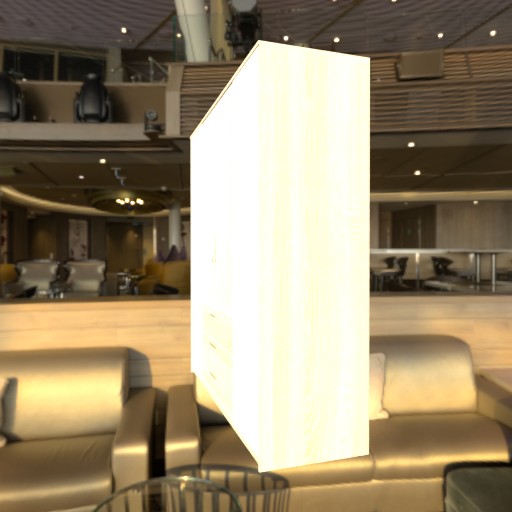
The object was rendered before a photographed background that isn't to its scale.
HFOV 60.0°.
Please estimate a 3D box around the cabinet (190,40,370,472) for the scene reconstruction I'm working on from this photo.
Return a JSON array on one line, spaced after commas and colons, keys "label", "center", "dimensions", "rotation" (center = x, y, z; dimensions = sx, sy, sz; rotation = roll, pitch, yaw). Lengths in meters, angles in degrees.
[{"label": "cabinet", "center": [0.000, 0.000, 3.088], "dimensions": [0.620, 2.060, 1.870], "rotation": [0, 1, -18]}]
